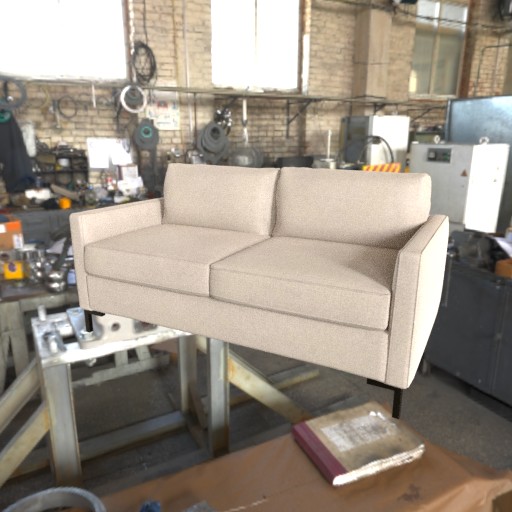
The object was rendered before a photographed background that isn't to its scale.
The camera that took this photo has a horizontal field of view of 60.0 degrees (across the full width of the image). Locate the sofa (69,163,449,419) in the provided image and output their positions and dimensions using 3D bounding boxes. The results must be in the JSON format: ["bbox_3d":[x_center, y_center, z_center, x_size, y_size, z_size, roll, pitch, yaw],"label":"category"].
[{"bbox_3d":[0.000,0.000,2.197,1.682,0.840,0.875,8,17,27],"label":"sofa"}]
